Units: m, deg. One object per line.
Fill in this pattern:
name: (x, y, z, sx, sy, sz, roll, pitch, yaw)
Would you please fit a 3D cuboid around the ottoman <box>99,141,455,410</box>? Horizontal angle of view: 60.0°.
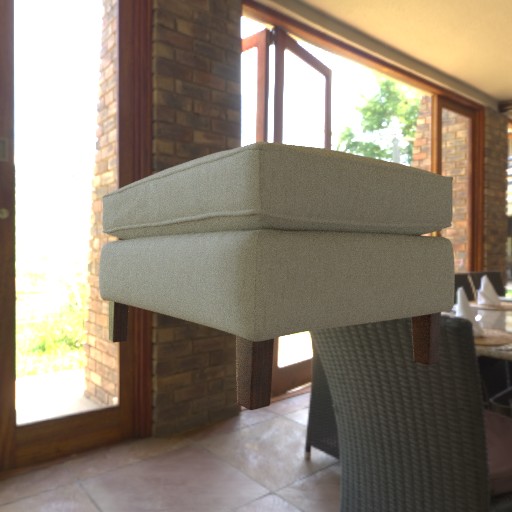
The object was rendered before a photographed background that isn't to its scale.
ottoman: (0.000, 0.000, 0.945, 0.501, 0.406, 0.665, 0, 0, -36)
